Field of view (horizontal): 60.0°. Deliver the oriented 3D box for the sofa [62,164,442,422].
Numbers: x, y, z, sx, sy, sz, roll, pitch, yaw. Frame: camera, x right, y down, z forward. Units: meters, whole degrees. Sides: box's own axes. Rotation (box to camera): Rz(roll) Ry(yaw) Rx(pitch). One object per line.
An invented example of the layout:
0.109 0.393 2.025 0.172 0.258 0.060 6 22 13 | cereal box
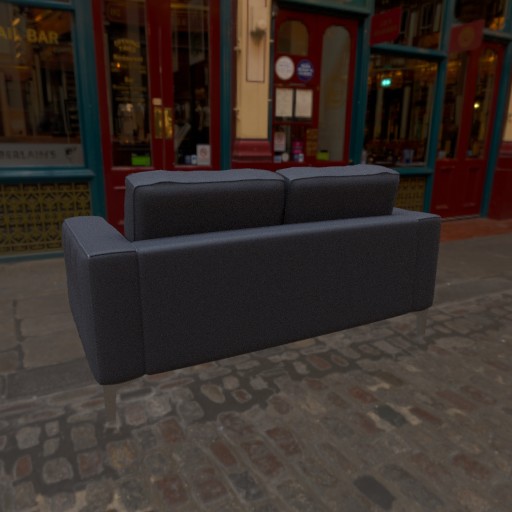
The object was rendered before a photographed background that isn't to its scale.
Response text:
0.000 0.000 2.224 1.726 0.893 0.833 -8 16 -27 | sofa
